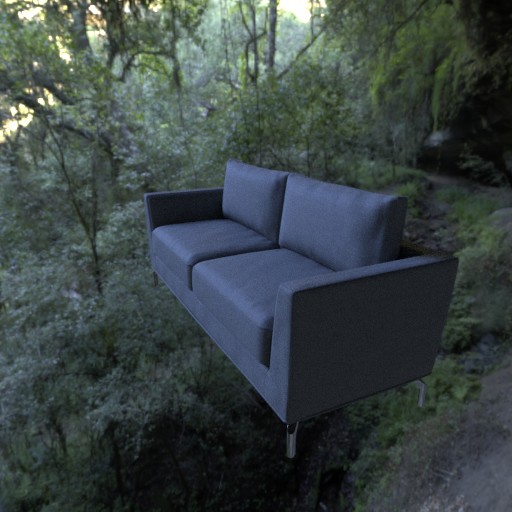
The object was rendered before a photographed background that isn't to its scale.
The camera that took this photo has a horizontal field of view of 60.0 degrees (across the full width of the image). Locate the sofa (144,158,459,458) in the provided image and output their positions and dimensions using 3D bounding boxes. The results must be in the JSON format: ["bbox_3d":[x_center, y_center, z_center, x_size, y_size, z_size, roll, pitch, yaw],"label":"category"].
[{"bbox_3d":[0.000,0.000,2.726,0.869,1.002,2.212,-9,20,-26],"label":"sofa"}]
